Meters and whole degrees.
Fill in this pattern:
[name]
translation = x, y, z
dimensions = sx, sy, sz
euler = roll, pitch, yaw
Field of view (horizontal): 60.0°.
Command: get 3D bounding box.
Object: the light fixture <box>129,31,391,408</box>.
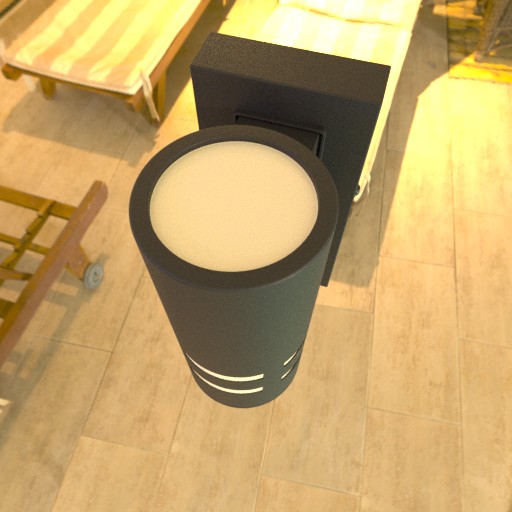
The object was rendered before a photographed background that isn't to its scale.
[light fixture]
translation = 0.000, 0.000, 0.261
dimensions = 0.098, 0.179, 0.138
euler = 15, 60, 9
